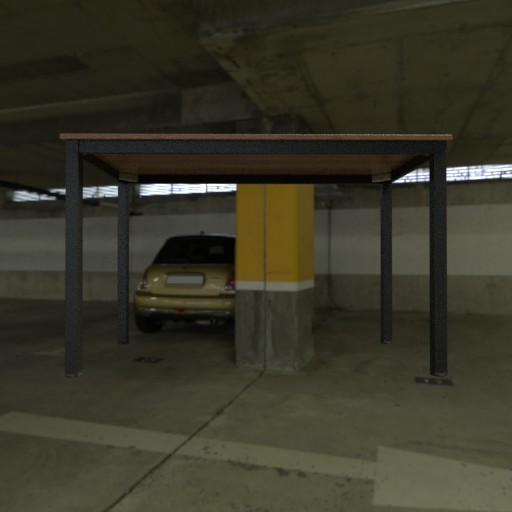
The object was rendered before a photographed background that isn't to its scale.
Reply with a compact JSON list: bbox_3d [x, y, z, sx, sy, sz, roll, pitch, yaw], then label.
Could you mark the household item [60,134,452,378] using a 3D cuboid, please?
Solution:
[{"bbox_3d":[0.000,0.000,1.651,1.200,0.750,0.600,0,0,-1],"label":"household item"}]
